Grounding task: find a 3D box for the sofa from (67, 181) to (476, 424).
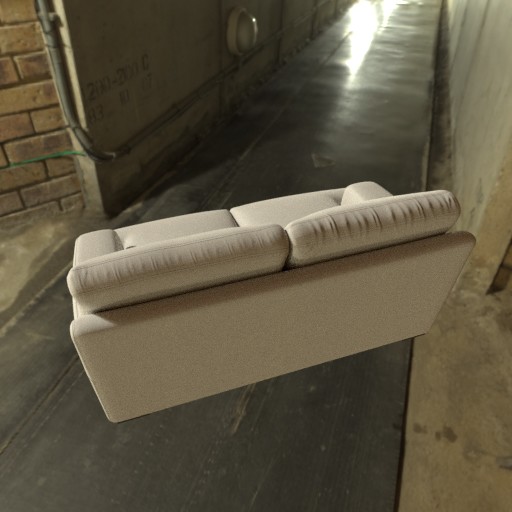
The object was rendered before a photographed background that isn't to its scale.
[{"bbox_3d":[0.000,0.000,2.433,1.880,0.940,1.143,-12,41,-14],"label":"sofa"}]
